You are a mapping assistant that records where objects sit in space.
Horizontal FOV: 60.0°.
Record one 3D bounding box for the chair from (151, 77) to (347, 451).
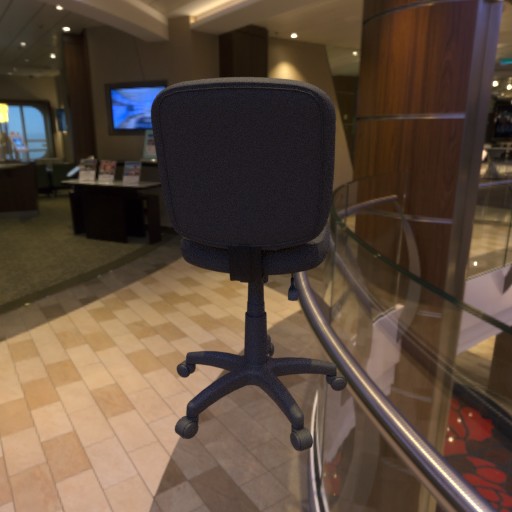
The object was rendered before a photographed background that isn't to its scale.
[{"bbox_3d":[0.000,0.000,1.372,0.610,0.972,0.610,2,16,9],"label":"chair"}]
